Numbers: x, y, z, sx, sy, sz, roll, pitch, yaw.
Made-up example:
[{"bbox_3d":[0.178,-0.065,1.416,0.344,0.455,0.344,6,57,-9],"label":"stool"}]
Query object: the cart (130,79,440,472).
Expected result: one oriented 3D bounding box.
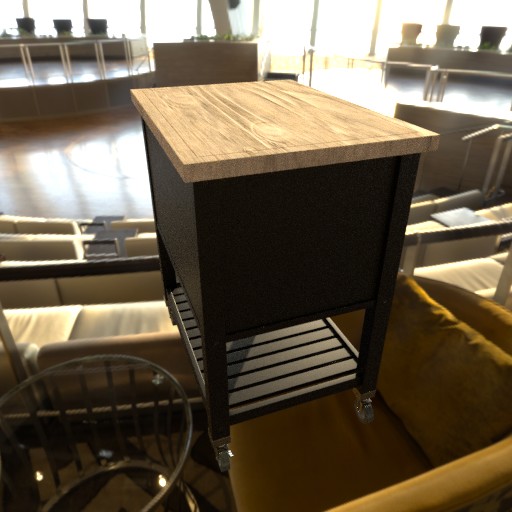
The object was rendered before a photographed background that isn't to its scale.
[{"bbox_3d":[0.000,0.000,1.423,0.567,0.920,0.797,-11,32,-18],"label":"cart"}]
